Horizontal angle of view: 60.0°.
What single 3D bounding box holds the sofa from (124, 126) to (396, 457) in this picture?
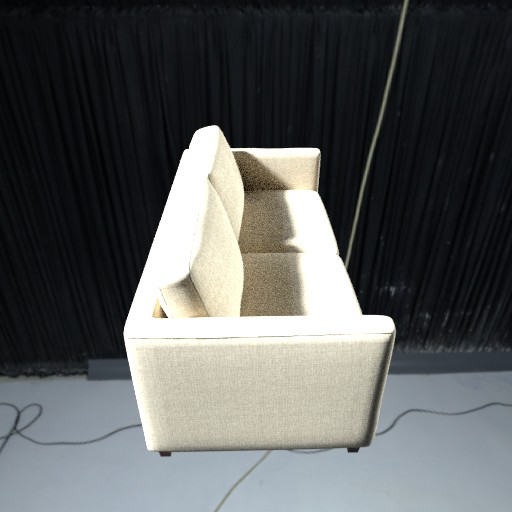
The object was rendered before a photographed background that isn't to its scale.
[{"bbox_3d":[0.000,0.000,2.391,0.950,0.963,1.884,-1,32,-1],"label":"sofa"}]
